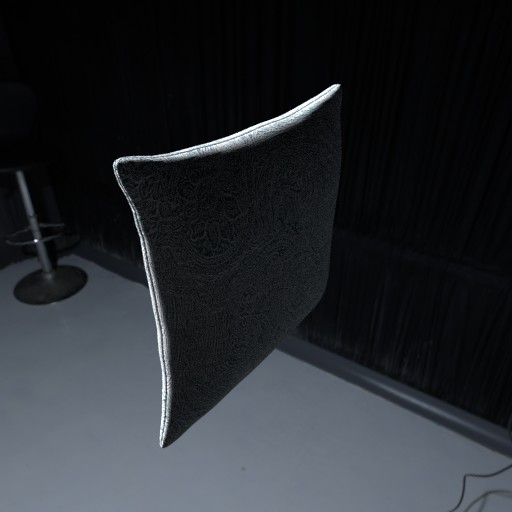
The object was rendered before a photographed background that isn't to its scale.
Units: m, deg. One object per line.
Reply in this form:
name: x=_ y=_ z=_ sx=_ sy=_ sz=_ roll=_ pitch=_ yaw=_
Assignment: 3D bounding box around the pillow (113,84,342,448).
pillow: x=0.000 y=0.000 z=0.790 sx=0.166 sy=0.507 sz=0.526 roll=21 pitch=38 yaw=30
